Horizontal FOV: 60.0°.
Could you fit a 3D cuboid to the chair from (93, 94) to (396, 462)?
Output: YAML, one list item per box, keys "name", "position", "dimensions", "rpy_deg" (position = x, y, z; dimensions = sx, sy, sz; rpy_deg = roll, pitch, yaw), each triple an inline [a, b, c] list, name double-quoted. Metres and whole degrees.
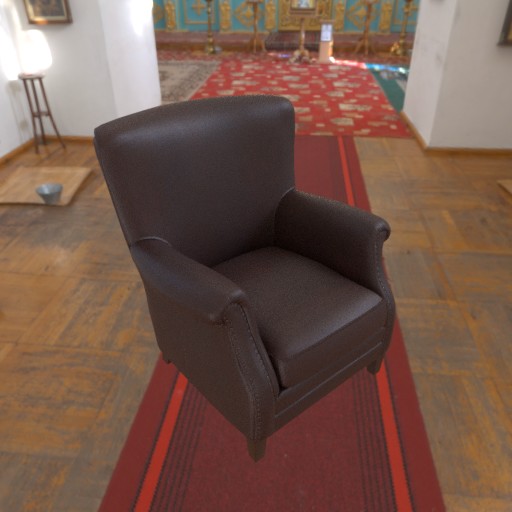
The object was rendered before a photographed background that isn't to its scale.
- name: "chair"
  position: [0.000, 0.000, 1.345]
  dimensions: [0.700, 0.800, 0.746]
  rpy_deg: [-23, 38, -33]
